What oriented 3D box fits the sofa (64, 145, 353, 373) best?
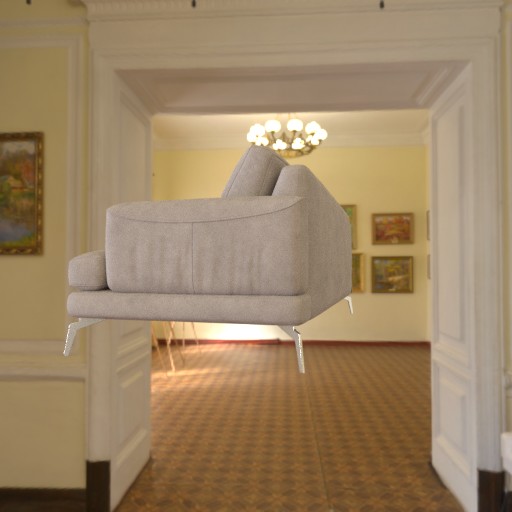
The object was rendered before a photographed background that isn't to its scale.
[{"bbox_3d":[0.000,0.000,2.554,0.980,0.830,2.013,0,-2,17],"label":"sofa"}]
